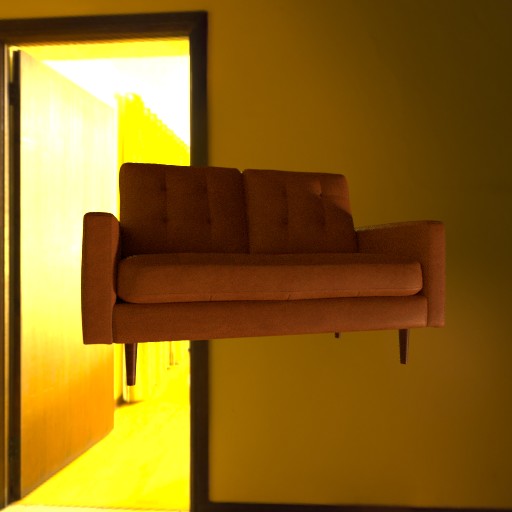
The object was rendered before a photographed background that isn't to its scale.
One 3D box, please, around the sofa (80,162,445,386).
[{"bbox_3d":[0.000,0.000,2.010,1.430,0.898,0.868,0,0,-16],"label":"sofa"}]
